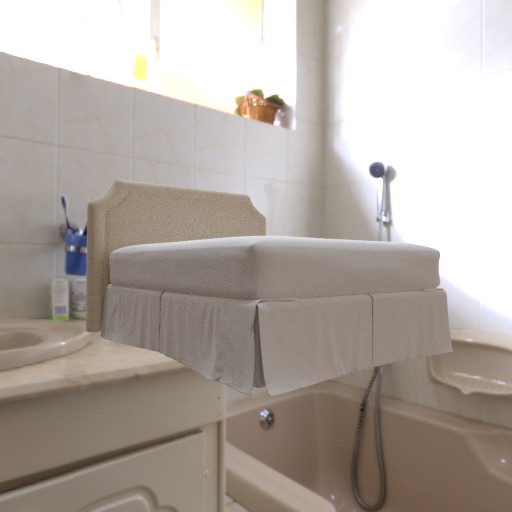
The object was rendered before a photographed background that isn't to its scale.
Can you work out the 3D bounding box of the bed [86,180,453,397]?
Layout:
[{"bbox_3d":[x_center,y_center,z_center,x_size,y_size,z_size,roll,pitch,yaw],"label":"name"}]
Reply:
[{"bbox_3d":[0.000,0.000,3.297,1.827,1.296,2.209,1,-1,-38],"label":"bed"}]
